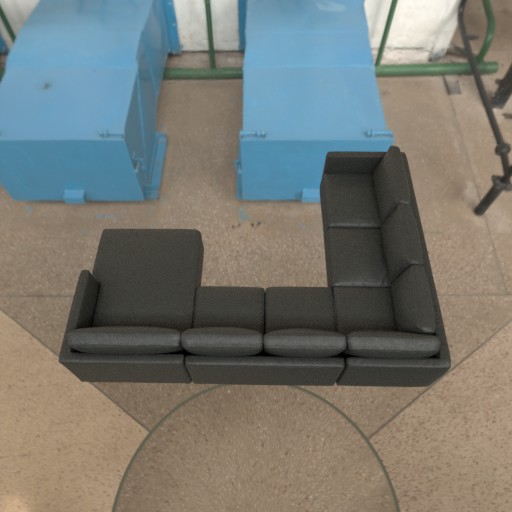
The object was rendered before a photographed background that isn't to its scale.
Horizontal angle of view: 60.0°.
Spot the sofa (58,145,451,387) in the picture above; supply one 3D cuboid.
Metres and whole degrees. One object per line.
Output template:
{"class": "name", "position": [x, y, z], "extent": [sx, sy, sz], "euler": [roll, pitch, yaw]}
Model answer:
{"class": "sofa", "position": [0.000, 0.000, 4.724], "extent": [3.460, 0.923, 2.593], "euler": [1, 59, 0]}
